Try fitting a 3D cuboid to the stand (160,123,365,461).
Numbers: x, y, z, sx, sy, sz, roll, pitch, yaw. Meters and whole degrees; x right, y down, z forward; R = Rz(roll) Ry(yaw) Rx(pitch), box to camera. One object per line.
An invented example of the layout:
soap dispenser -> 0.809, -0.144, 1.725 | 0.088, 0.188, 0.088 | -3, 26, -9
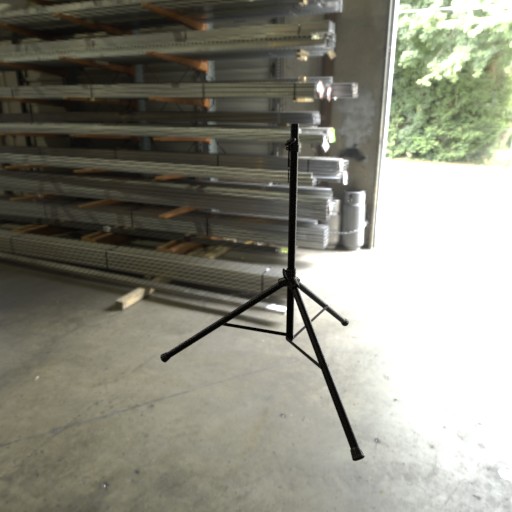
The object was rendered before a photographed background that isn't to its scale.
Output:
stand -> 0.000, 0.000, 2.783 | 1.339, 1.595, 1.596 | 3, 17, 9
